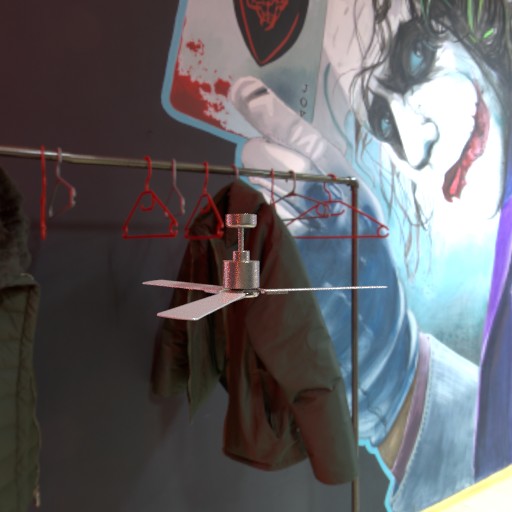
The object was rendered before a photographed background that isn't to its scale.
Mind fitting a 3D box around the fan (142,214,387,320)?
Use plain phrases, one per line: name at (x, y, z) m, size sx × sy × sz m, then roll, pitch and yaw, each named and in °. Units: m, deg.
fan at (0.000, 0.000, 2.341) m, size 1.561 × 0.446 × 1.531 m, roll 0°, pitch 2°, yaw 1°
